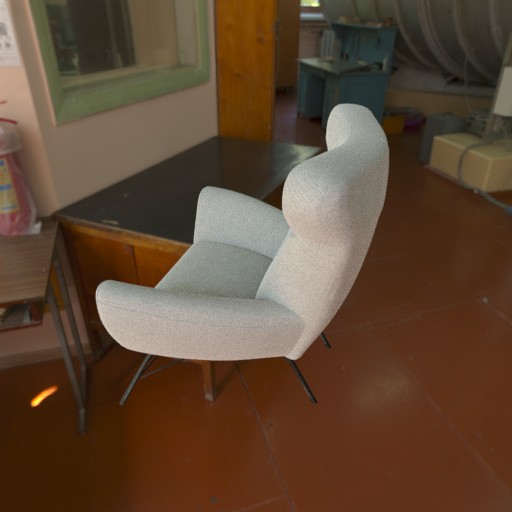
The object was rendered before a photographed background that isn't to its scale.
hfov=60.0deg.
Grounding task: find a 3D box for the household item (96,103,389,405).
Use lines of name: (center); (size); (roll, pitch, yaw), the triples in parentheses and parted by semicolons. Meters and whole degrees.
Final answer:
household item: (0.000, 0.000, 1.742); (0.900, 1.050, 0.980); (8, 31, 14)
